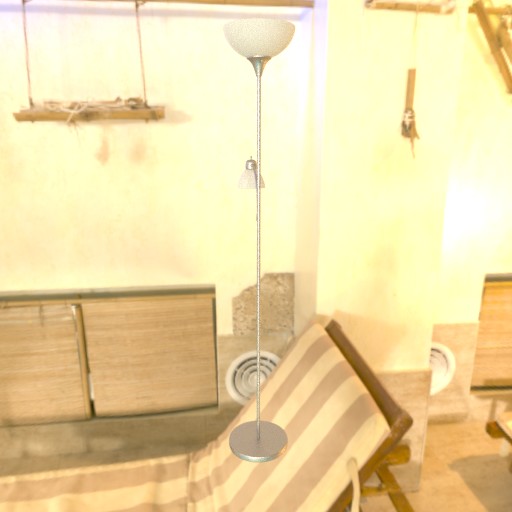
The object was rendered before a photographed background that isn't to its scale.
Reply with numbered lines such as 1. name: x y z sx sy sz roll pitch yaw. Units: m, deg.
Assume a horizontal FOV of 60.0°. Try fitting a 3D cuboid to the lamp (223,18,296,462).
1. lamp: 0.000 0.000 1.958 0.279 1.804 0.425 -2 15 -8
